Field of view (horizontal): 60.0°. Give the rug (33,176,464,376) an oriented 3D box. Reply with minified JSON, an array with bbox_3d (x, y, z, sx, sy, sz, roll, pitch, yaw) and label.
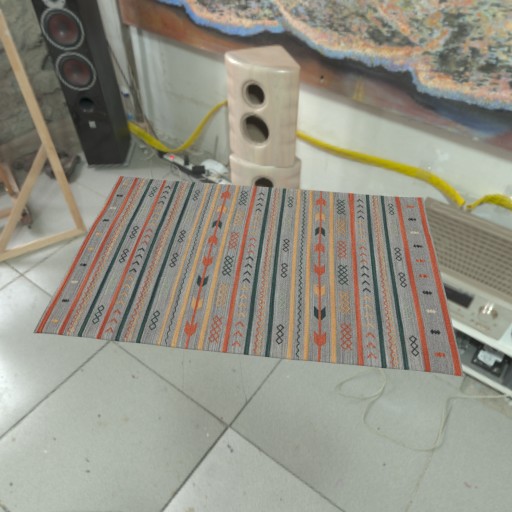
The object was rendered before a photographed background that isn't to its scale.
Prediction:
[{"bbox_3d":[0.000,0.000,3.008,2.439,0.029,1.537,5,46,5],"label":"rug"}]
